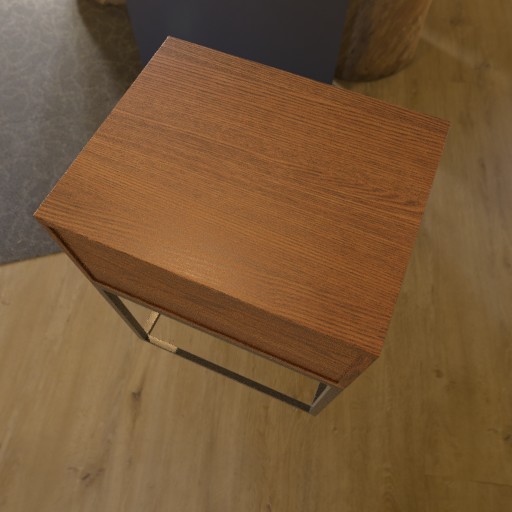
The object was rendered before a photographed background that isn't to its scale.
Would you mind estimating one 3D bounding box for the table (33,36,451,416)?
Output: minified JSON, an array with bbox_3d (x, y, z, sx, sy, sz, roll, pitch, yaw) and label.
[{"bbox_3d":[0.000,0.000,0.908,0.482,0.610,0.400,21,66,10],"label":"table"}]
